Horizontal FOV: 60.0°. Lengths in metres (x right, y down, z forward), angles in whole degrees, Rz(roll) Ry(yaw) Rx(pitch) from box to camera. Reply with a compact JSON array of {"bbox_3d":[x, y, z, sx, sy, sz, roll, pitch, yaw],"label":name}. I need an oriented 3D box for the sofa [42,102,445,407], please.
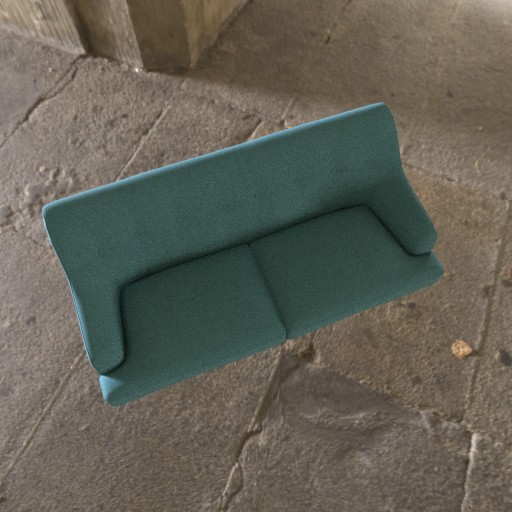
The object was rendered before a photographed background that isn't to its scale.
[{"bbox_3d":[0.000,0.000,2.578,2.057,0.871,0.978,-19,65,-9],"label":"sofa"}]
